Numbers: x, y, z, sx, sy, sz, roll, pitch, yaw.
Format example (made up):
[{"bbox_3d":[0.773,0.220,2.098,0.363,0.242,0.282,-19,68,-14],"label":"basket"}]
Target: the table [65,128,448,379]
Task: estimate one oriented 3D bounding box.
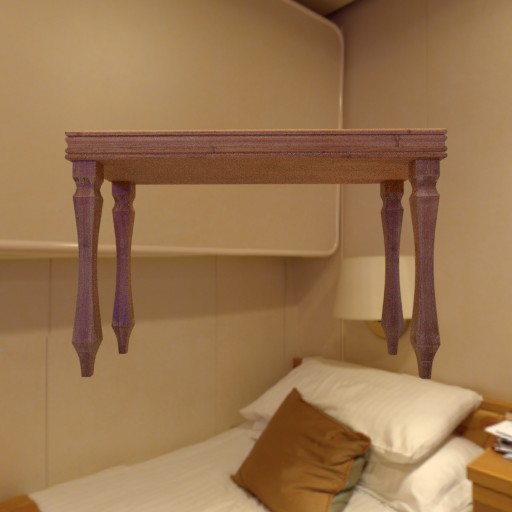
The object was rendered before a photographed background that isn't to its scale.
[{"bbox_3d":[0.000,0.000,1.795,1.330,0.873,0.522,0,-1,1],"label":"table"}]
